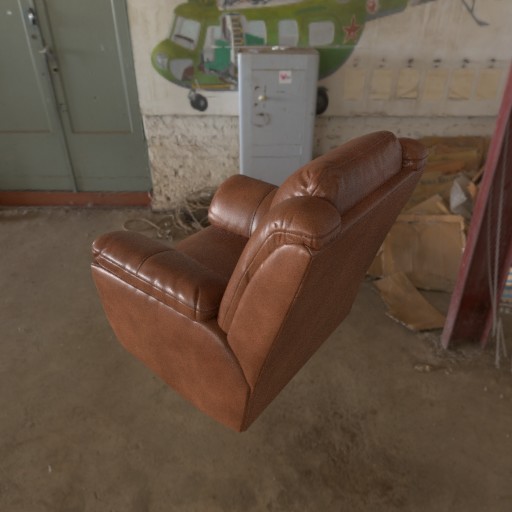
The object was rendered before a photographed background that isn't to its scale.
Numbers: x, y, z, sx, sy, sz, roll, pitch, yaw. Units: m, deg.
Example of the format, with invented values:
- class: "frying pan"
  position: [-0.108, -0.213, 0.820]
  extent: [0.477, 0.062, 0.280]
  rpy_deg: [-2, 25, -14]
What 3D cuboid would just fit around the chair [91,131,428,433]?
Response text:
- class: "chair"
  position: [0.000, 0.000, 1.891]
  extent: [1.041, 1.093, 0.990]
  rpy_deg: [21, 36, 30]
